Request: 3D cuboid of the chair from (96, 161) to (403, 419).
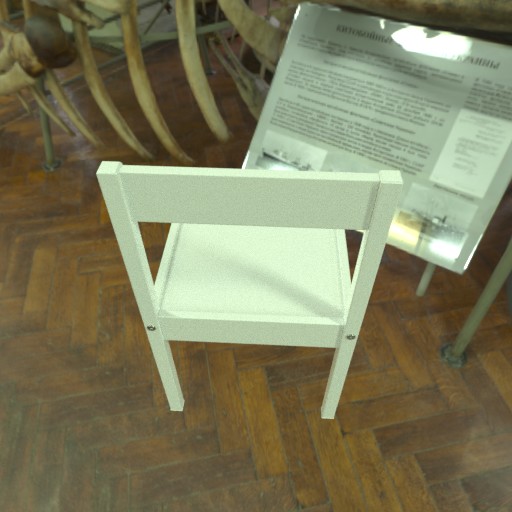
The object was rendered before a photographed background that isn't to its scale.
[{"bbox_3d":[0.000,0.000,0.685,0.285,0.505,0.285,2,46,2],"label":"chair"}]
